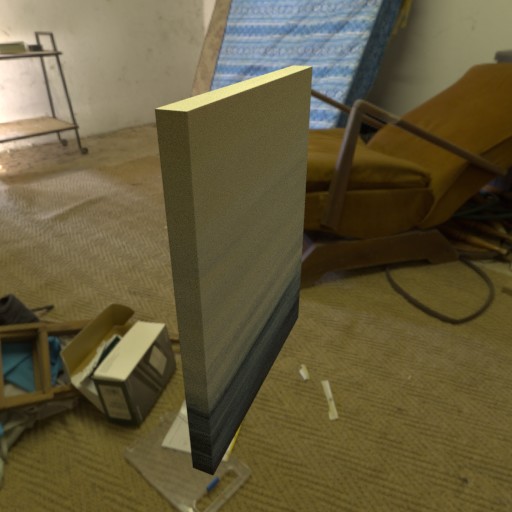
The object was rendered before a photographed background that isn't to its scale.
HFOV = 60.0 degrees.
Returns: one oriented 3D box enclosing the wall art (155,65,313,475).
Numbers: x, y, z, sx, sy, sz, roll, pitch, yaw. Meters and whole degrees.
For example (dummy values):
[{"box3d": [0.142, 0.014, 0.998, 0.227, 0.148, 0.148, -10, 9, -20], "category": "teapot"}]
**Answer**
[{"box3d": [0.000, 0.000, 0.824, 0.040, 0.608, 0.489, 11, 31, 19], "category": "wall art"}]
